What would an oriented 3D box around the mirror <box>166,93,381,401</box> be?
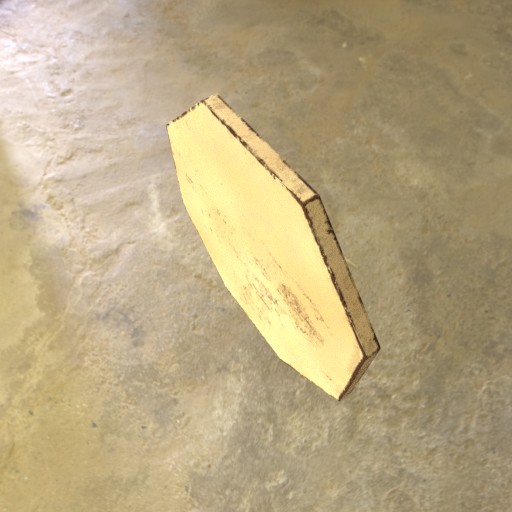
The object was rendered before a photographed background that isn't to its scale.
[{"bbox_3d":[0.000,0.000,0.952,0.031,0.648,0.648,-31,63,-18],"label":"mirror"}]
